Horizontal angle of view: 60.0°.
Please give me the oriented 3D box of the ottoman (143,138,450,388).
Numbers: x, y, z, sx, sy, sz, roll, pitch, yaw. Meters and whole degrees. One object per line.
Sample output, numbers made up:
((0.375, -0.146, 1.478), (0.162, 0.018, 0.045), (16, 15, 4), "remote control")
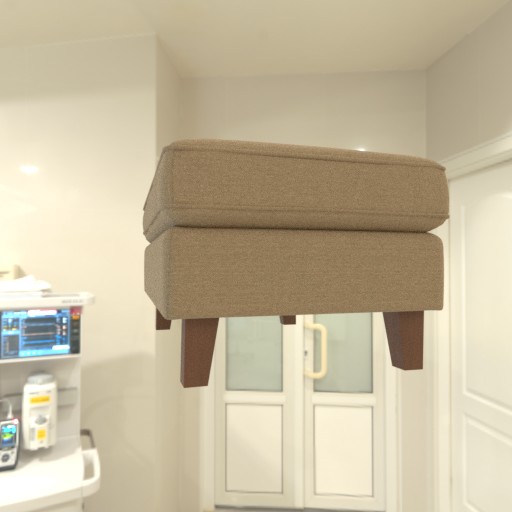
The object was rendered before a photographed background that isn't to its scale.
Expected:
((0.000, 0.000, 1.321), (0.636, 0.521, 0.945), (0, -1, -16), "ottoman")
